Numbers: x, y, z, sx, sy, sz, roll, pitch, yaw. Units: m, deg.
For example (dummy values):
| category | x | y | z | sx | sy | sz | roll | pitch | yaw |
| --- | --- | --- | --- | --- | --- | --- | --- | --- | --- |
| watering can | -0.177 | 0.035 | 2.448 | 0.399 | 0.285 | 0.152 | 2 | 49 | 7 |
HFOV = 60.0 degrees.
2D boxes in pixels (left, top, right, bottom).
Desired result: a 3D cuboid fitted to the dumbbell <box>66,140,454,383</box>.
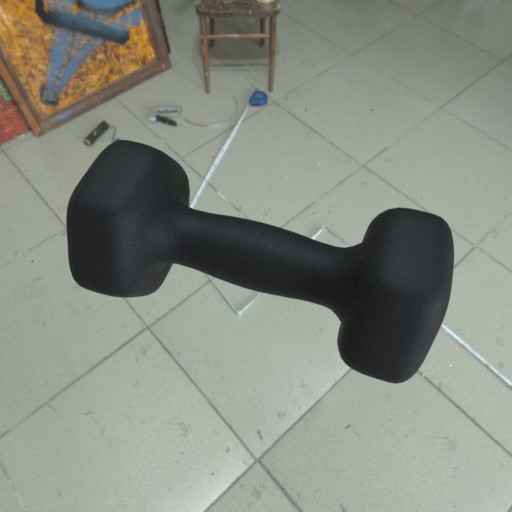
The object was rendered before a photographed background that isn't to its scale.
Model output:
| category | x | y | z | sx | sy | sz | roll | pitch | yaw |
| --- | --- | --- | --- | --- | --- | --- | --- | --- | --- |
| dumbbell | 0.000 | 0.000 | 0.289 | 0.231 | 0.101 | 0.112 | 16 | 59 | 10 |
